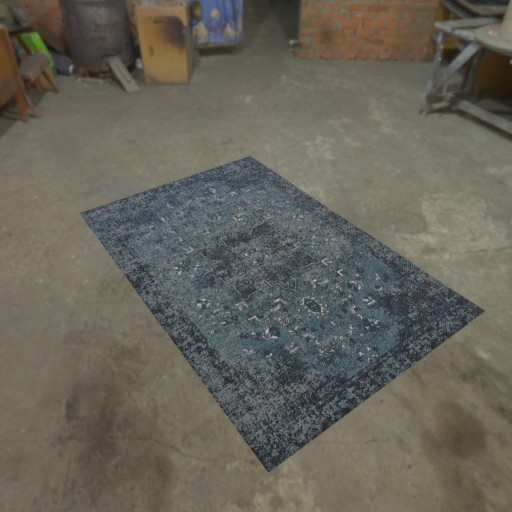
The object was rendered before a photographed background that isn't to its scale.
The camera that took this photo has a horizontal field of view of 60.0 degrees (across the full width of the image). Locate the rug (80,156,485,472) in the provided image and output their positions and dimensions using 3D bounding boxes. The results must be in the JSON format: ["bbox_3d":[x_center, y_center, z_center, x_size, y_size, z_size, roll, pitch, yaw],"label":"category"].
[{"bbox_3d":[0.000,0.000,2.284,1.219,0.005,1.828,-25,46,-27],"label":"rug"}]
